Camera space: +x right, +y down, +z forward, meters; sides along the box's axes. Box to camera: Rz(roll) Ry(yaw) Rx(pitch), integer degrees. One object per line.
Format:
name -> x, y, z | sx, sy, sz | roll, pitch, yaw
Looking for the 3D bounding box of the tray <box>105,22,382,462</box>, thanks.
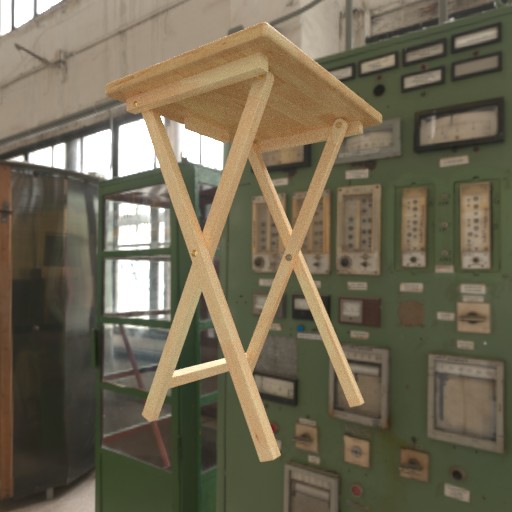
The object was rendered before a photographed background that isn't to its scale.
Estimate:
tray -> 0.000, 0.000, 0.933 | 0.381, 0.660, 0.483 | -1, -2, 36
